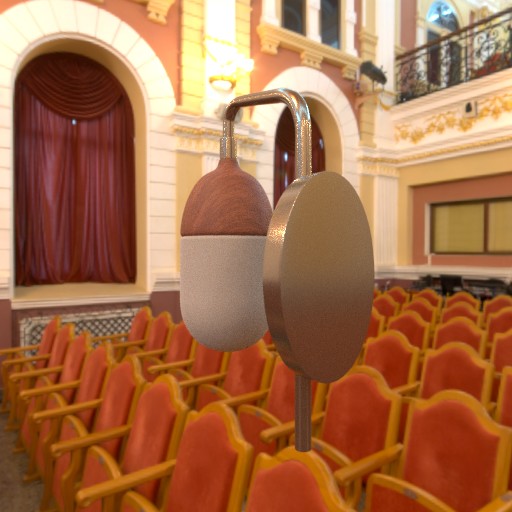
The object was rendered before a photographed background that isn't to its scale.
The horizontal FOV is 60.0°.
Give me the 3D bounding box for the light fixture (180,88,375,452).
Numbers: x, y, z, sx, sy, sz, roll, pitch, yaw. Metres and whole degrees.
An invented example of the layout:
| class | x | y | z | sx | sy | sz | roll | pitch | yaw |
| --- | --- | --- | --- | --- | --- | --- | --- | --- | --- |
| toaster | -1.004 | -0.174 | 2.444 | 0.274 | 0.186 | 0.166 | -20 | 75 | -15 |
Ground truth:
| class | x | y | z | sx | sy | sz | roll | pitch | yaw |
| --- | --- | --- | --- | --- | --- | --- | --- | --- | --- |
| light fixture | 0.000 | 0.000 | 0.453 | 0.108 | 0.343 | 0.216 | 0 | 0 | -35 |
